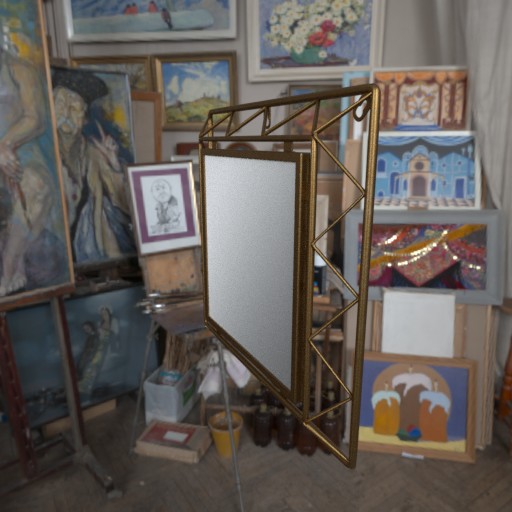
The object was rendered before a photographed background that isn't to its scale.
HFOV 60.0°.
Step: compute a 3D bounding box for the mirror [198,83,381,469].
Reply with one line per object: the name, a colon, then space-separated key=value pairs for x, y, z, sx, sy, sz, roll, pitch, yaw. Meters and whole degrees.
mirror: x=0.000 y=0.000 z=0.619 sx=0.046 sy=0.414 sz=0.416 roll=-7 pitch=16 yaw=-26
